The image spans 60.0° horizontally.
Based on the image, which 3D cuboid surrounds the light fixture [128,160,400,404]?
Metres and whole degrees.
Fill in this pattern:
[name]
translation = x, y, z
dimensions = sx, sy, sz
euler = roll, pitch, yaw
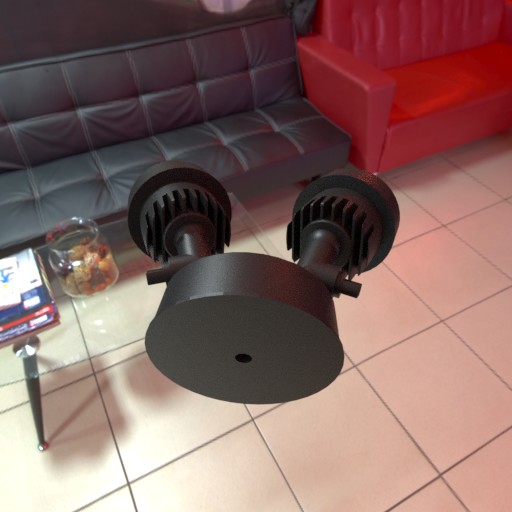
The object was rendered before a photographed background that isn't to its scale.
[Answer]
[light fixture]
translation = 0.000, 0.000, 0.305
dimensions = 0.213, 0.120, 0.168
euler = 3, 46, 3
